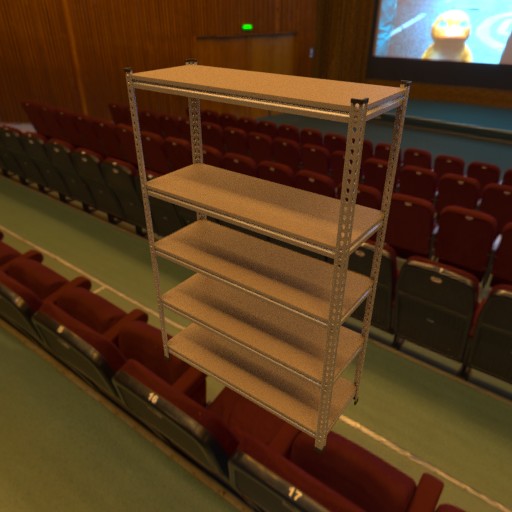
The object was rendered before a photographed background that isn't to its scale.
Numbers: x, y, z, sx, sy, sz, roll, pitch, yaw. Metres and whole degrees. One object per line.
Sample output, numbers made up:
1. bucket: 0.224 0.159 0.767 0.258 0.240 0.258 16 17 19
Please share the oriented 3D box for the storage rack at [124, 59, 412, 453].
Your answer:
1. storage rack: 0.000 0.000 2.387 1.219 1.829 0.457 21 36 31
